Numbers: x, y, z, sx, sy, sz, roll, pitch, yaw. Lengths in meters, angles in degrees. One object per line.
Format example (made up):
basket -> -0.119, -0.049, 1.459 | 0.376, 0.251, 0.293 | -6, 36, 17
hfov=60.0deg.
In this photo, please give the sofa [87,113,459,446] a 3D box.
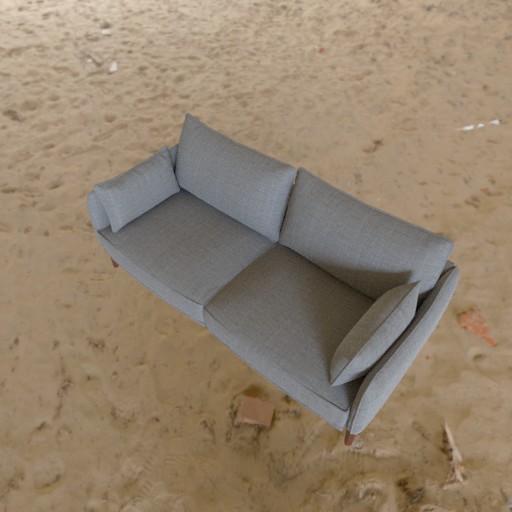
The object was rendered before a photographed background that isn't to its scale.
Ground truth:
sofa -> 0.000, 0.000, 2.546 | 1.989, 0.851, 0.972 | 31, 54, 26
